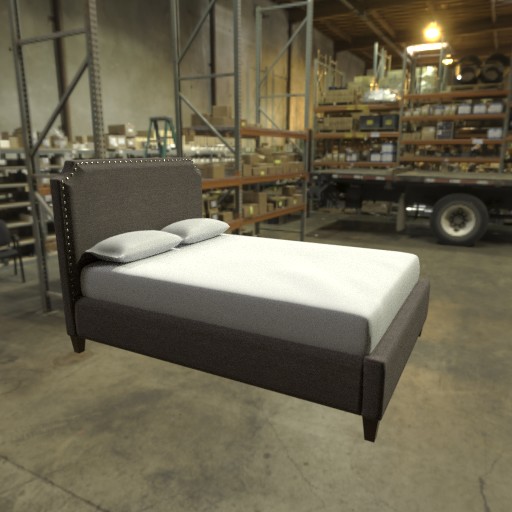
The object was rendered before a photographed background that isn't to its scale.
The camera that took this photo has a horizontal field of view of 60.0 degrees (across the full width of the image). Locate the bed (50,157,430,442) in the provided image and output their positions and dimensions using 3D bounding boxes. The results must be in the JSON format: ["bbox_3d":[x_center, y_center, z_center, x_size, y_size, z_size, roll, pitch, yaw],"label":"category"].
[{"bbox_3d":[0.000,0.000,3.431,2.381,1.457,1.713,7,15,27],"label":"bed"}]
